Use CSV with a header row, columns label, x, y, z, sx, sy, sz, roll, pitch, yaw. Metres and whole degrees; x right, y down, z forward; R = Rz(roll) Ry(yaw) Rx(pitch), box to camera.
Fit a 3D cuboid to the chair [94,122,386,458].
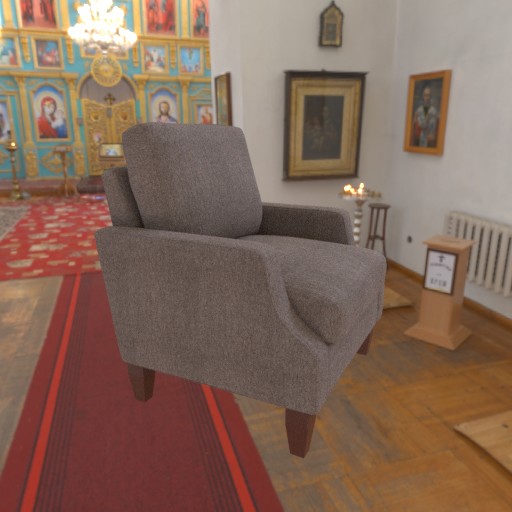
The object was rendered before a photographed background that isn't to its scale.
label,x,y,z,sx,sy,sz,roll,pitch,yaw
chair,0.000,0.000,1.720,0.897,0.993,0.855,8,17,27
